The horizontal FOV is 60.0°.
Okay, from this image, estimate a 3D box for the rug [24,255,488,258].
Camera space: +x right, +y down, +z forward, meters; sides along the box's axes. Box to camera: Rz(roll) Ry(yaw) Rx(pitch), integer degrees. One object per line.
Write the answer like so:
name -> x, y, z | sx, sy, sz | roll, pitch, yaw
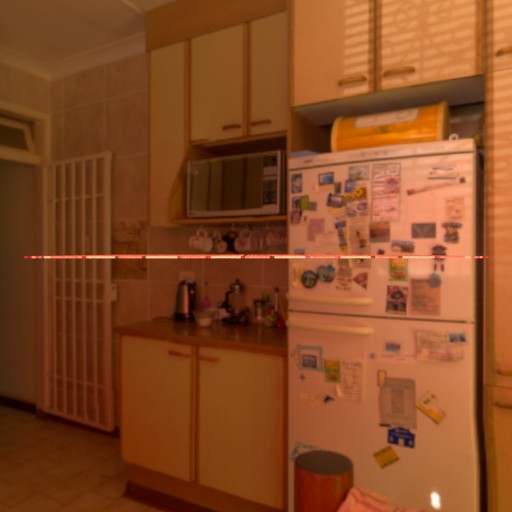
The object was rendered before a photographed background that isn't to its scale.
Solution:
rug -> 0.000, 0.000, 2.337 | 1.817, 0.008, 1.223 | 0, 0, -1
